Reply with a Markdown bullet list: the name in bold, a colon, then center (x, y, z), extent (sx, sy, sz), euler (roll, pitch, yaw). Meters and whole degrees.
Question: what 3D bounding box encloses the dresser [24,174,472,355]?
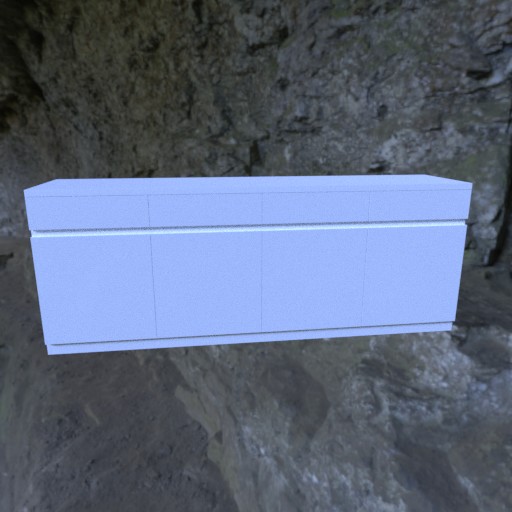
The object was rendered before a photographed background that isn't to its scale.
- **dresser**: center (0.000, 0.000, 2.508), extent (2.200, 0.840, 0.500), euler (-2, 16, -7)
